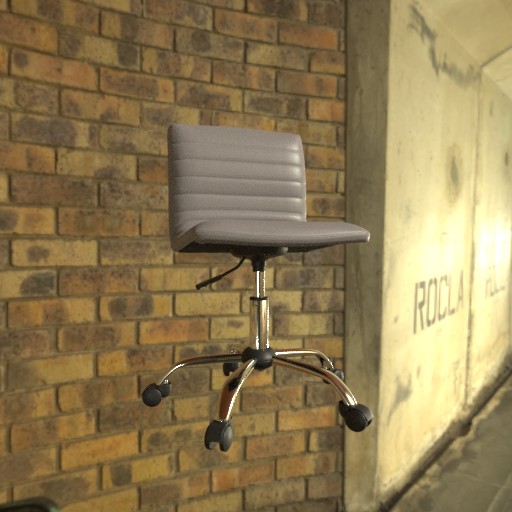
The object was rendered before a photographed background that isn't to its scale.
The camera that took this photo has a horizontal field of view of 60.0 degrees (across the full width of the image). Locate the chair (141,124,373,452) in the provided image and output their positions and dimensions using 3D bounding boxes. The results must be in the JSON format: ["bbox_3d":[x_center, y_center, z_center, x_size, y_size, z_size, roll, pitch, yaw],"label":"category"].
[{"bbox_3d":[0.000,0.000,1.139,0.569,0.750,0.542,0,1,-18],"label":"chair"}]
